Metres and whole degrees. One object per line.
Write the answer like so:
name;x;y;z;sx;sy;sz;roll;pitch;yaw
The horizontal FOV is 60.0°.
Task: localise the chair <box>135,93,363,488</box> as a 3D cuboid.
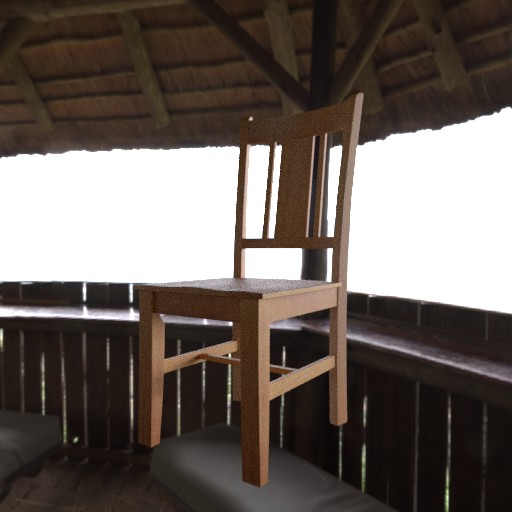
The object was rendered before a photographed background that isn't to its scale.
chair;0.000;0.000;1.286;0.450;0.998;0.556;1;1;35
